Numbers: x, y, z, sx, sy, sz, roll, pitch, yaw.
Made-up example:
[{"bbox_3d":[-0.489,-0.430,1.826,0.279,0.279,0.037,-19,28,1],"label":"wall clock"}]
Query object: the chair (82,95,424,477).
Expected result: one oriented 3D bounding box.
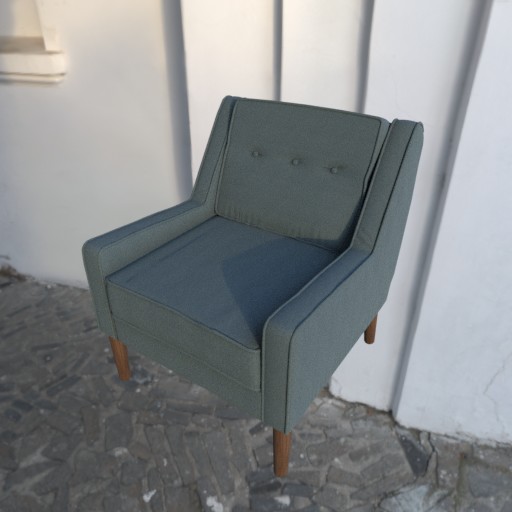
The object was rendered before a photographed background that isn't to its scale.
[{"bbox_3d":[0.000,0.000,1.305,0.663,0.780,0.733,19,36,29],"label":"chair"}]
